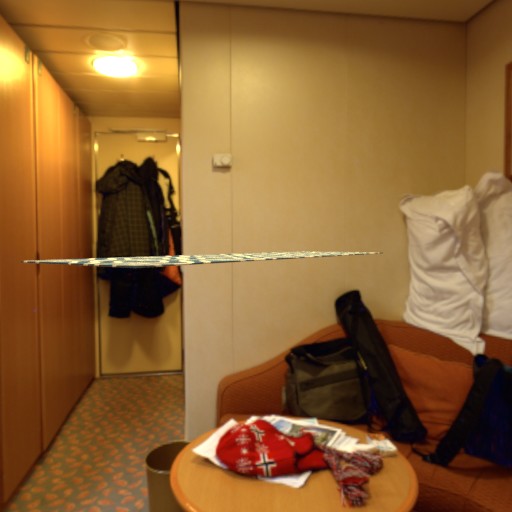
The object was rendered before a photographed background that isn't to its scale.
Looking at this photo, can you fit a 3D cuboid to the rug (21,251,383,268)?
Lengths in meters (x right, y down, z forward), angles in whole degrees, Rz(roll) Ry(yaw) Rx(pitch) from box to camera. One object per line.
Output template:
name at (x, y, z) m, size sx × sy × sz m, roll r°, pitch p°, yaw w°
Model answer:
rug at (0.000, 0.000, 2.510) m, size 0.685 × 0.006 × 2.296 m, roll 1°, pitch 2°, yaw 35°
